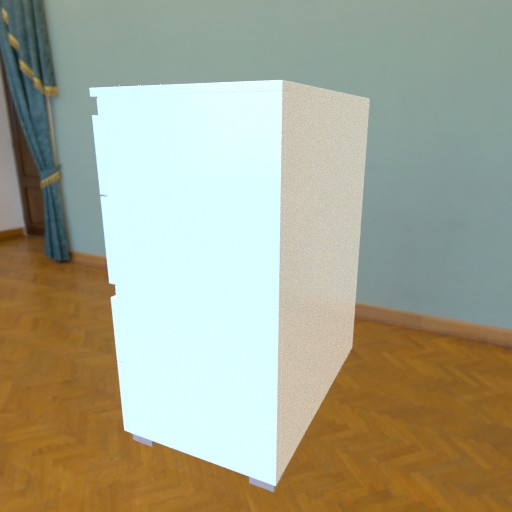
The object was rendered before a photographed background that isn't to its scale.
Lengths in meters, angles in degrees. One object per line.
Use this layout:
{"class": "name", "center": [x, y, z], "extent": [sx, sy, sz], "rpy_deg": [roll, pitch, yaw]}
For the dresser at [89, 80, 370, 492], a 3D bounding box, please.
{"class": "dresser", "center": [0.000, 0.000, 1.165], "extent": [0.400, 0.800, 0.650], "rpy_deg": [8, 19, 24]}
